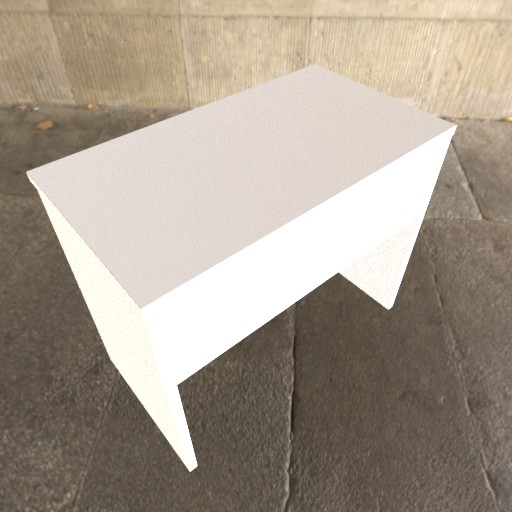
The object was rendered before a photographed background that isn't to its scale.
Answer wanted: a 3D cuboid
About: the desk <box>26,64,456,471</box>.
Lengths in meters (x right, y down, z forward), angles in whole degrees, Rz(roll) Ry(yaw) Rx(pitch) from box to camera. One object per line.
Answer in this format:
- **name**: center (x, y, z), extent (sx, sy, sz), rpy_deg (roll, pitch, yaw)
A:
- **desk**: center (0.000, 0.000, 1.301), extent (0.900, 0.729, 0.498), rpy_deg (-31, 53, -27)
